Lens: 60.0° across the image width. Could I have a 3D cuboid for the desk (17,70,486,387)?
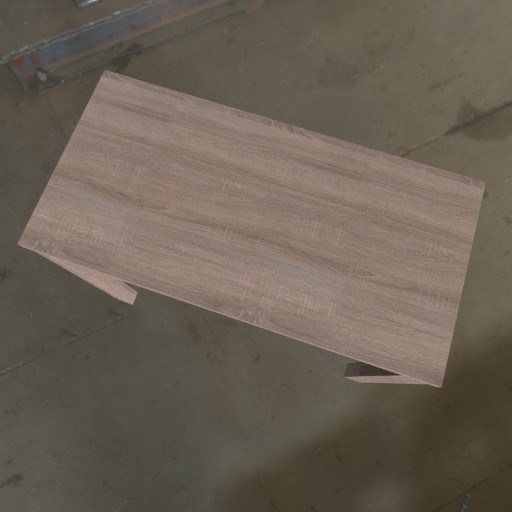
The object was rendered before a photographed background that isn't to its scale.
[{"bbox_3d":[0.000,0.000,1.405,0.991,0.762,0.495,18,75,5],"label":"desk"}]
